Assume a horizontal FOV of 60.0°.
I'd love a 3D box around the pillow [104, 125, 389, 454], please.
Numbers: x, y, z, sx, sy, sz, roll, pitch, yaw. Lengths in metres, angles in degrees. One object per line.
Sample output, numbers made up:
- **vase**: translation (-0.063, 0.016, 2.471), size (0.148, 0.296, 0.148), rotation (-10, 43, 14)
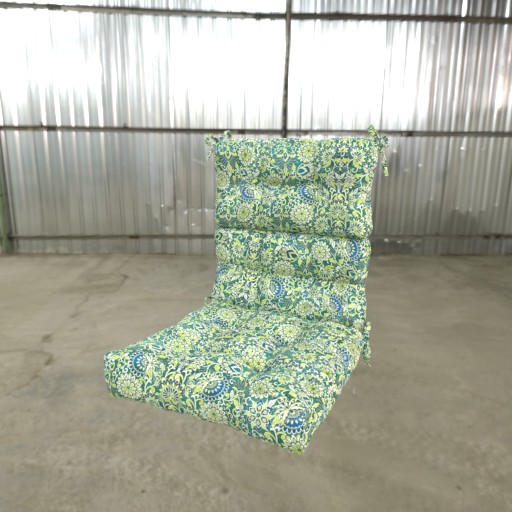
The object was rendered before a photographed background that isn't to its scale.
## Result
- **pillow**: translation (0.000, 0.000, 1.047), size (0.519, 0.605, 0.571), rotation (7, 15, 26)
